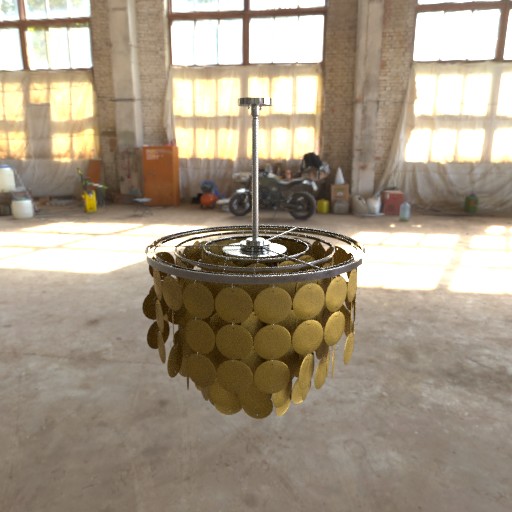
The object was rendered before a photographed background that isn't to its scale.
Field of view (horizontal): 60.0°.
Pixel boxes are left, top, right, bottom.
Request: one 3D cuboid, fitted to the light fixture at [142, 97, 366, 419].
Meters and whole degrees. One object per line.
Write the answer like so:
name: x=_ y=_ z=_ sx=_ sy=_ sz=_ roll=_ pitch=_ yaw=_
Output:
light fixture: x=0.000 y=0.000 z=0.735 sx=0.368 sy=0.492 sz=0.368 roll=0 pitch=14 yaw=0
